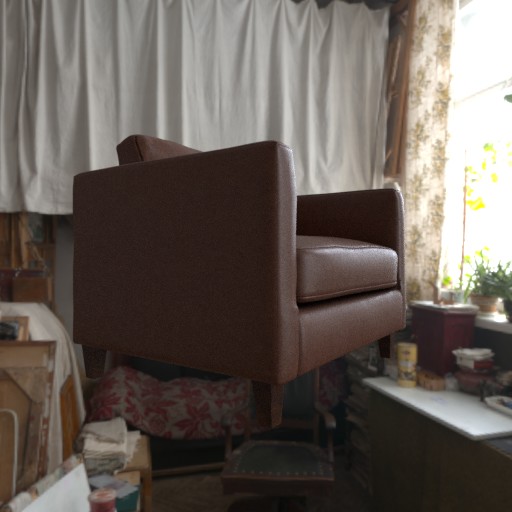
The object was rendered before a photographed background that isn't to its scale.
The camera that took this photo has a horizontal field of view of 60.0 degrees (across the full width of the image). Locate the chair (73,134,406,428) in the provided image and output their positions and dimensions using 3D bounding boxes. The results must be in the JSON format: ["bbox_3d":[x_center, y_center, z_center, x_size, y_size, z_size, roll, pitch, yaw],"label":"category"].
[{"bbox_3d":[0.000,0.000,1.821,0.959,0.917,1.107,0,1,35],"label":"chair"}]
